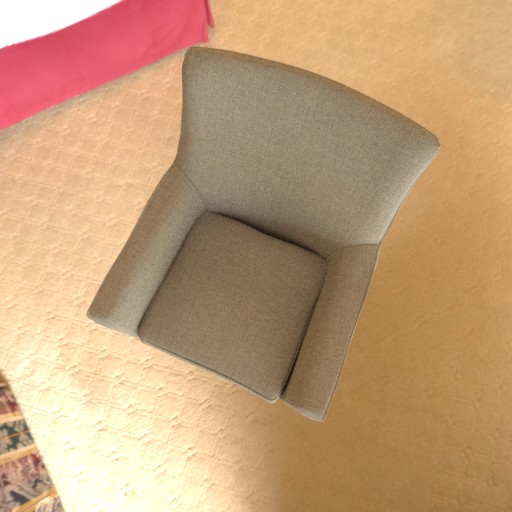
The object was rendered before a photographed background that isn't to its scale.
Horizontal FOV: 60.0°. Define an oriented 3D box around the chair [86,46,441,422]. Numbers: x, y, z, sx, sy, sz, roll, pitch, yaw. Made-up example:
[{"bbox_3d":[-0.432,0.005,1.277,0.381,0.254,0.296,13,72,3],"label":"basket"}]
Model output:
[{"bbox_3d":[0.000,0.000,1.763,0.887,1.047,0.993,22,77,5],"label":"chair"}]
